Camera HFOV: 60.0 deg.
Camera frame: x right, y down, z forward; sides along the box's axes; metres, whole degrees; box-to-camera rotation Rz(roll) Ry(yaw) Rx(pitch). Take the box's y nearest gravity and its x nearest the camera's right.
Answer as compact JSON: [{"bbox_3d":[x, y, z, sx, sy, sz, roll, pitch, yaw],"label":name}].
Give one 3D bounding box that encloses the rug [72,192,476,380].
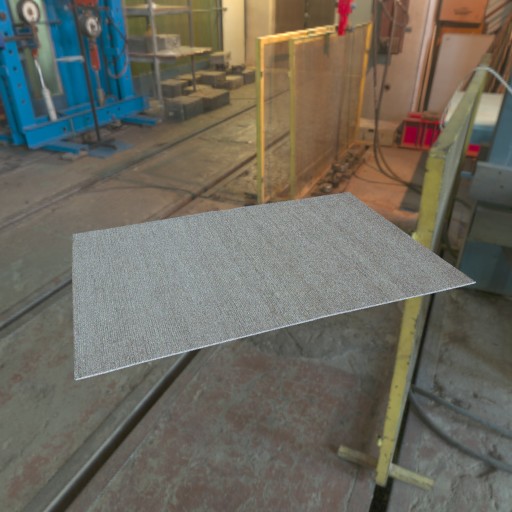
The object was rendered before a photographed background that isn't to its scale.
[{"bbox_3d":[0.000,0.000,2.292,1.792,0.021,1.154,-11,33,-17],"label":"rug"}]
